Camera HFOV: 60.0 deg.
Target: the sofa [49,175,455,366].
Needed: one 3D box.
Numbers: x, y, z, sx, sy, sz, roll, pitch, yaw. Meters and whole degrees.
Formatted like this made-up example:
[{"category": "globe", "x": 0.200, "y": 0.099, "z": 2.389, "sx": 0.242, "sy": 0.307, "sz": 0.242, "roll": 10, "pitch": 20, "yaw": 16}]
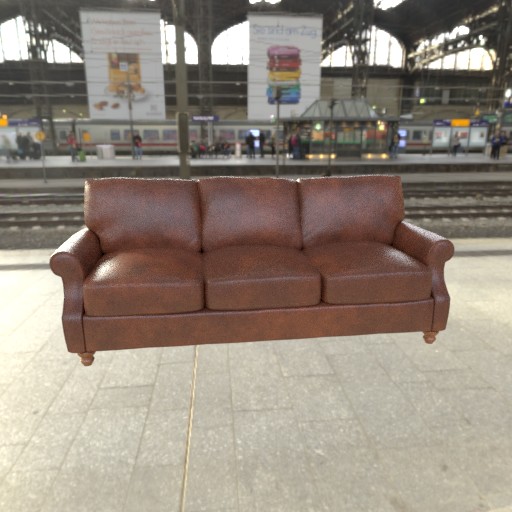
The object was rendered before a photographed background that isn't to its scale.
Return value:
[{"category": "sofa", "x": 0.000, "y": 0.000, "z": 2.869, "sx": 2.351, "sy": 0.977, "sz": 0.973, "roll": -2, "pitch": 15, "yaw": -8}]
